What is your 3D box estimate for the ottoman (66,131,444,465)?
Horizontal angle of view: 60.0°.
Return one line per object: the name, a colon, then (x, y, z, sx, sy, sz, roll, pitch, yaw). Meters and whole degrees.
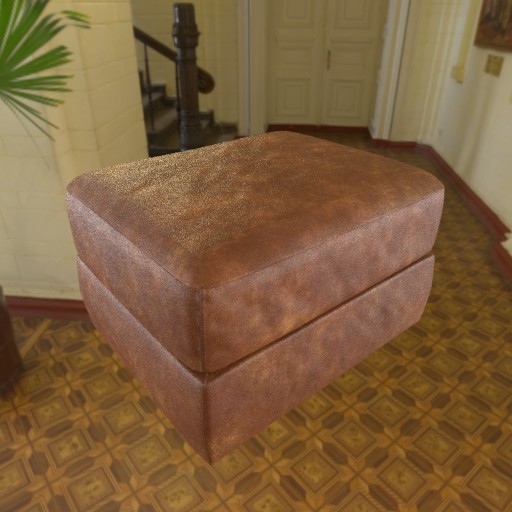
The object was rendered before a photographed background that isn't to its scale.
ottoman: (0.000, 0.000, 1.129, 0.751, 0.476, 0.603, -22, 37, -34)
